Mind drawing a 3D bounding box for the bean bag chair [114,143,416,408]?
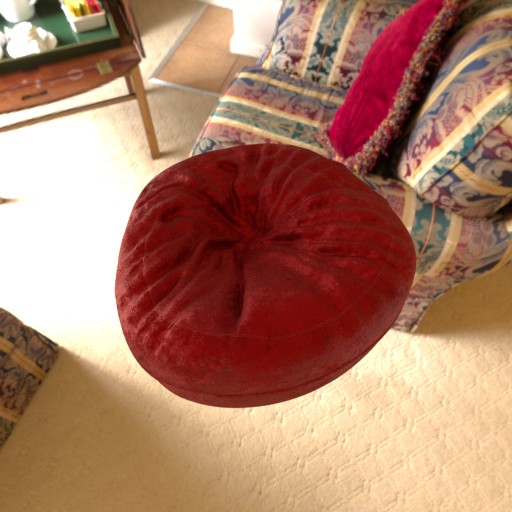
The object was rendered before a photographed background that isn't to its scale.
[{"bbox_3d":[0.000,0.000,2.429,1.524,0.878,1.524,-17,60,-10],"label":"bean bag chair"}]
